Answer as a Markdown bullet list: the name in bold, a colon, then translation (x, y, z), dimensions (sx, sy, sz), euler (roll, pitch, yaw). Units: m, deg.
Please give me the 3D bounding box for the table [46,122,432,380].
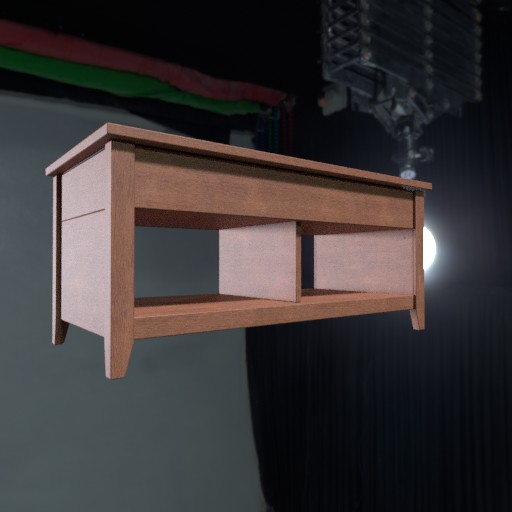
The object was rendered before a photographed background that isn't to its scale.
- **table**: translation (0.000, 0.000, 1.271), dimensions (1.016, 0.457, 0.483), euler (1, -1, -37)
